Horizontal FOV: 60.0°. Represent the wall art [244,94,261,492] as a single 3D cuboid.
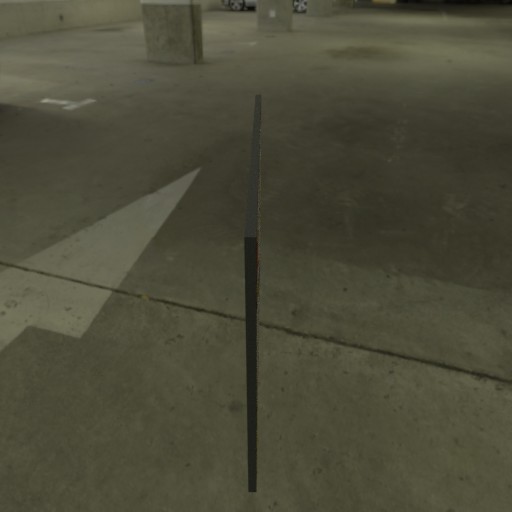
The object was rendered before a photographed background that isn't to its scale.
[{"bbox_3d":[0.000,0.000,0.855,0.013,0.458,0.664,1,32,1],"label":"wall art"}]
